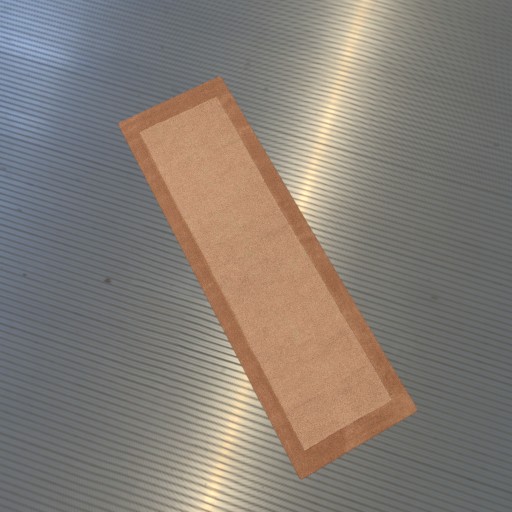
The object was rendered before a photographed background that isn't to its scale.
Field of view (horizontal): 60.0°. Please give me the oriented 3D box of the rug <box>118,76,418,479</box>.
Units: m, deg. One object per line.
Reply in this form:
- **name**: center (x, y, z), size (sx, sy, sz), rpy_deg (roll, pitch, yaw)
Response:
- **rug**: center (0.000, 0.000, 2.704), size (0.764, 0.017, 2.439), rpy_deg (-28, 78, -6)
